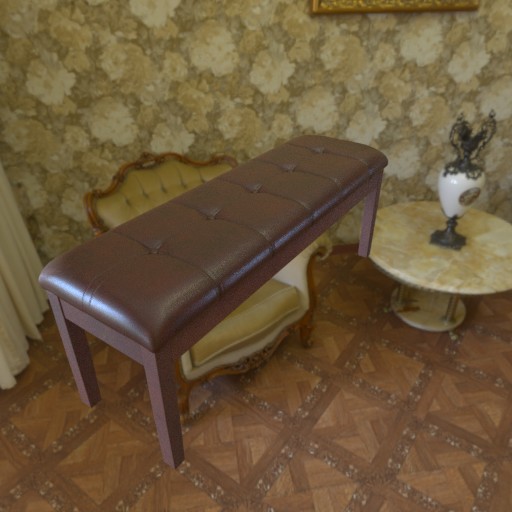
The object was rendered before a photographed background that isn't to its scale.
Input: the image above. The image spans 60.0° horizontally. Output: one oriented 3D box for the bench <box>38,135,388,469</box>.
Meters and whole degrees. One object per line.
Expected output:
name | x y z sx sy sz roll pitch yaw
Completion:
bench | 0.000 0.000 1.483 0.401 0.491 1.259 21 38 29
